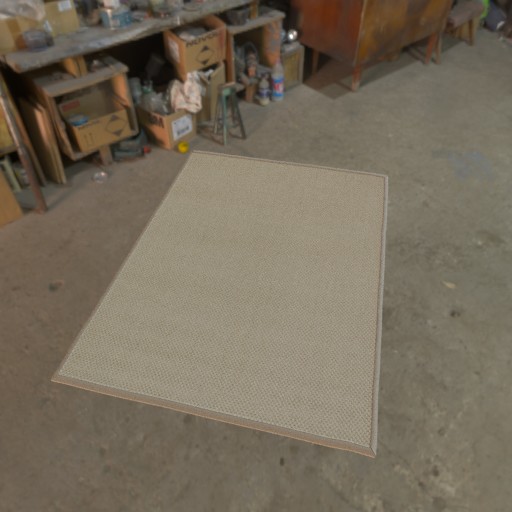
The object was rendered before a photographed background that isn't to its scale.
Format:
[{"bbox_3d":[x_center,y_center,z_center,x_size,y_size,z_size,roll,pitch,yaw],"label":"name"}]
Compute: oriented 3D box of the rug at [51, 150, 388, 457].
[{"bbox_3d":[0.000,0.000,2.685,1.525,0.020,2.081,9,46,9],"label":"rug"}]
